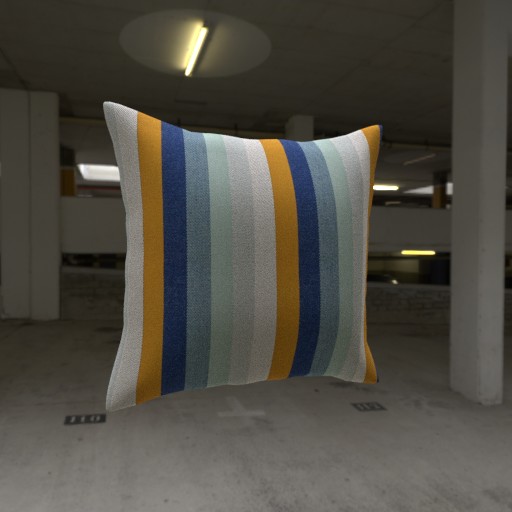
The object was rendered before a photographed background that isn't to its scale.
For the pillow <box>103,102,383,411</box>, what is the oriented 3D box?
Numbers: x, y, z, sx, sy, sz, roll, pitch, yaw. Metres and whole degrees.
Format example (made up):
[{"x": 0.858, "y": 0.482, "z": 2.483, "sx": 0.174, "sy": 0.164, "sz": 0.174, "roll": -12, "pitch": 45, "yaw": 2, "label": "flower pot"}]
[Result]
[{"x": 0.000, "y": 0.000, "z": 0.716, "sx": 0.463, "sy": 0.454, "sz": 0.173, "roll": 0, "pitch": 1, "yaw": -17, "label": "pillow"}]
